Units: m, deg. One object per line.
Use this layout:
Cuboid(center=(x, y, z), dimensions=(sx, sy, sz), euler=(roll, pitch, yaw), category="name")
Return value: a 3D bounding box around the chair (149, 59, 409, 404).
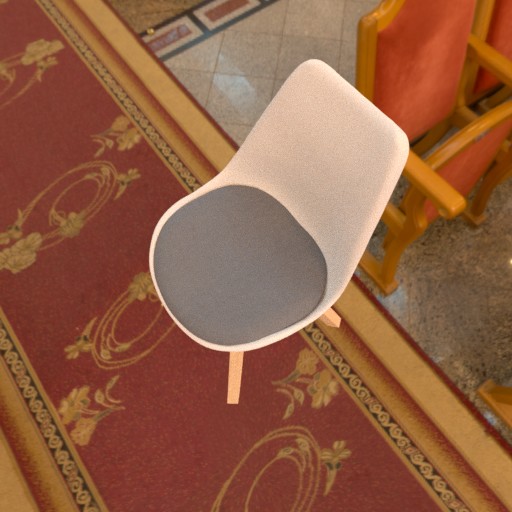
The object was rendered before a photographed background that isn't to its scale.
Cuboid(center=(0.000, 0.000, 1.196), dimensions=(0.550, 0.850, 0.485), euler=(-33, 68, -15), category="chair")
